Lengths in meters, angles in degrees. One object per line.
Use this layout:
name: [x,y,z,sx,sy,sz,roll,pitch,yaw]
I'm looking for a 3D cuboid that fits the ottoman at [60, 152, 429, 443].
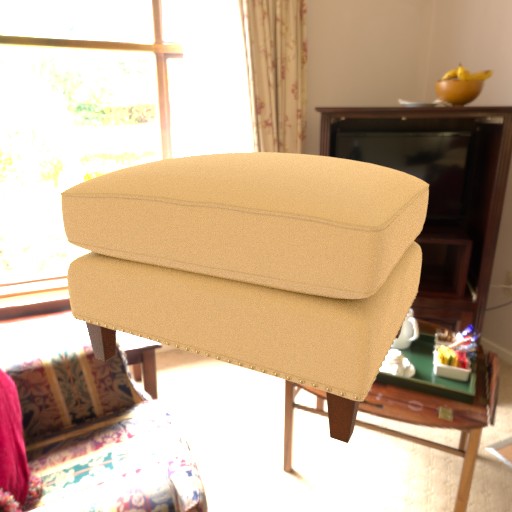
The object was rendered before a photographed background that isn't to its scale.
ottoman: [0.000,0.000,1.137,0.741,0.513,0.584,9,19,27]
